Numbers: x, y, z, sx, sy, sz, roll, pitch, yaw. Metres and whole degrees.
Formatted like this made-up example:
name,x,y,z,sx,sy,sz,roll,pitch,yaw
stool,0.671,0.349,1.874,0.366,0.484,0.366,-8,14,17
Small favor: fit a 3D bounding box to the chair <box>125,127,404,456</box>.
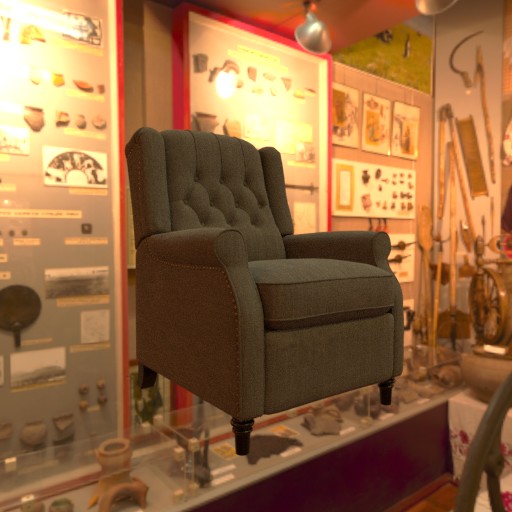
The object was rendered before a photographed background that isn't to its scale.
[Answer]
name,x,y,z,sx,sy,sz,roll,pitch,yaw
chair,0.000,0.000,1.640,0.742,1.035,0.898,-2,3,-36
